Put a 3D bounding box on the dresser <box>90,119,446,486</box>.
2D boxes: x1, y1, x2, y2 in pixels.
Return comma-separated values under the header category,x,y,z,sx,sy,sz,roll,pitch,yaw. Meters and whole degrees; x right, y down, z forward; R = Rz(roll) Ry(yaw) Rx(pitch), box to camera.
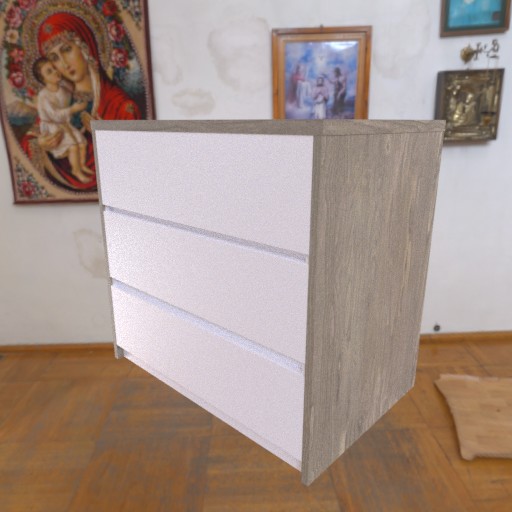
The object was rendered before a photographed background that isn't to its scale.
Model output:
category,x,y,z,sx,sy,sz,roll,pitch,yaw
dresser,0.000,0.000,1.301,0.809,0.762,0.529,15,23,41
